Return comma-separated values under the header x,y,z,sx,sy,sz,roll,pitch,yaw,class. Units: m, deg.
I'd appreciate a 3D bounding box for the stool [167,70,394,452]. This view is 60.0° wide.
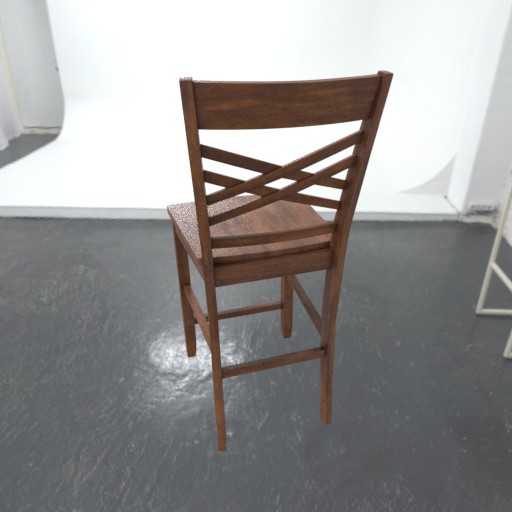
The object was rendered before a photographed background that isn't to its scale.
x,y,z,sx,sy,sz,roll,pitch,yaw,class
0.000,0.000,1.356,0.462,1.079,0.539,-8,29,-15,stool
